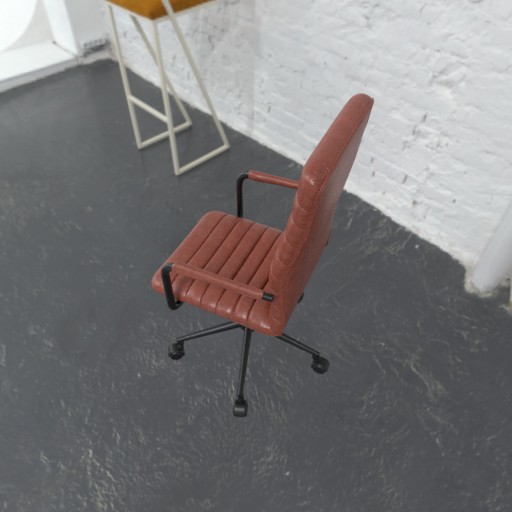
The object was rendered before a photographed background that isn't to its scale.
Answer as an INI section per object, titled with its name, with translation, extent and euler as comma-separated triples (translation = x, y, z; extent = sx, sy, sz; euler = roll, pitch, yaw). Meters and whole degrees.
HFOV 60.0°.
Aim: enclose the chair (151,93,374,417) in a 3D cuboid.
[chair]
translation = 0.000, 0.000, 1.371
extent = 0.580, 0.979, 0.608
euler = 18, 48, 17
